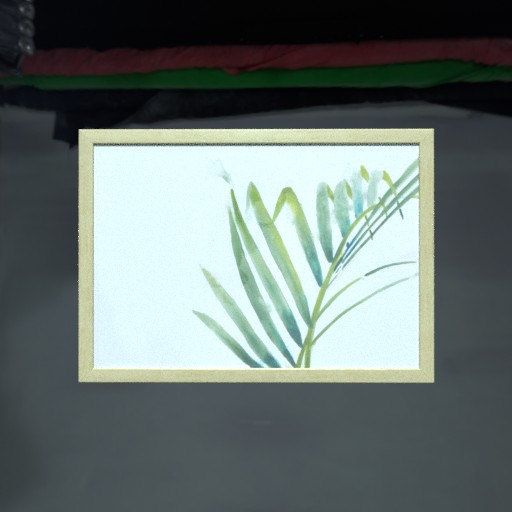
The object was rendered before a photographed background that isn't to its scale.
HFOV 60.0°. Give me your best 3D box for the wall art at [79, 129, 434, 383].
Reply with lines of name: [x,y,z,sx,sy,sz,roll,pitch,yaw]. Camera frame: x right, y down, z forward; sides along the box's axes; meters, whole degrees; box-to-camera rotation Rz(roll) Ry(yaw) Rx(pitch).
wall art: [0.000,0.000,0.679,0.533,0.381,0.032,0,0,0]
